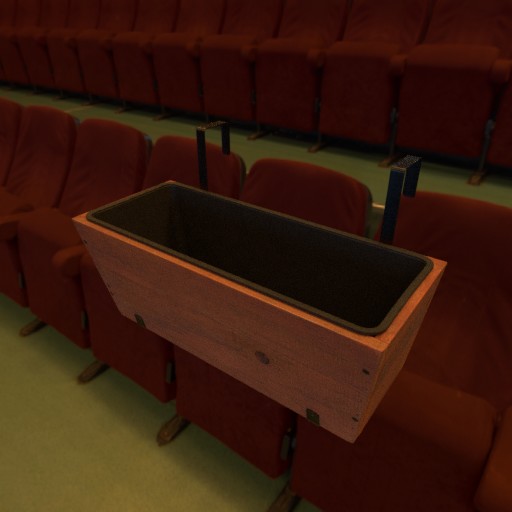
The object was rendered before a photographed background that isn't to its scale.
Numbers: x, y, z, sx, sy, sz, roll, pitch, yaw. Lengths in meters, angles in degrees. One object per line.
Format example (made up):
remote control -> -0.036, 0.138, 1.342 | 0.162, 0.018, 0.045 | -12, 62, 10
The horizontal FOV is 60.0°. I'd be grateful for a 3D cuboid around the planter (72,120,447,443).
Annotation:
planter -> 0.000, 0.000, 0.637 | 0.480, 0.289, 0.262 | 20, 36, 31
